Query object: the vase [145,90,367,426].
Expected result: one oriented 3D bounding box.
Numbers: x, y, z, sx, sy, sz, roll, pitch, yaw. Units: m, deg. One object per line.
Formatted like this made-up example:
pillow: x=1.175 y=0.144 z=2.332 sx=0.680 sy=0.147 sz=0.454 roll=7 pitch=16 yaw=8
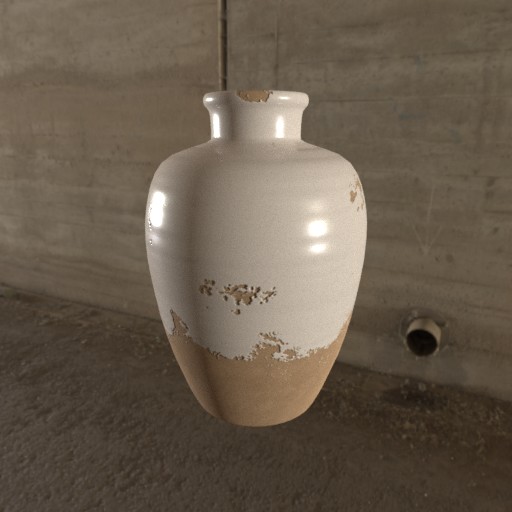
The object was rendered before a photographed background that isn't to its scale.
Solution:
vase: x=0.000 y=0.000 z=0.332 sx=0.158 sy=0.228 sz=0.158 roll=0 pitch=16 yaw=0
